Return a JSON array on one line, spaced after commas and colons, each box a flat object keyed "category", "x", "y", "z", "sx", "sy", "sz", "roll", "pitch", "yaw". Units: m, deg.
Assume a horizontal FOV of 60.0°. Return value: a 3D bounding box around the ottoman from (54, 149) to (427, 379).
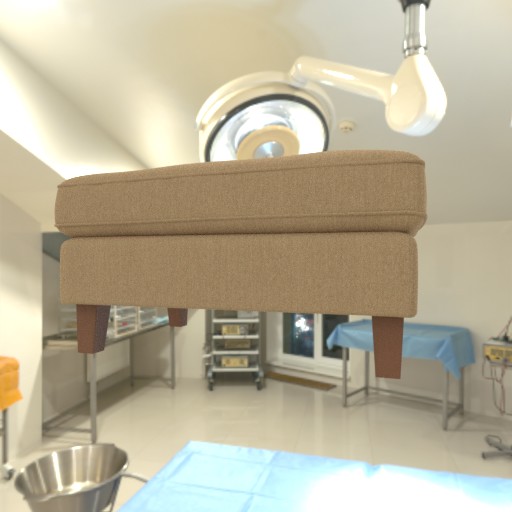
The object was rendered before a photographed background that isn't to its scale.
[{"category": "ottoman", "x": 0.000, "y": 0.000, "z": 1.315, "sx": 0.945, "sy": 0.521, "sz": 0.636, "roll": 0, "pitch": 0, "yaw": 19}]
